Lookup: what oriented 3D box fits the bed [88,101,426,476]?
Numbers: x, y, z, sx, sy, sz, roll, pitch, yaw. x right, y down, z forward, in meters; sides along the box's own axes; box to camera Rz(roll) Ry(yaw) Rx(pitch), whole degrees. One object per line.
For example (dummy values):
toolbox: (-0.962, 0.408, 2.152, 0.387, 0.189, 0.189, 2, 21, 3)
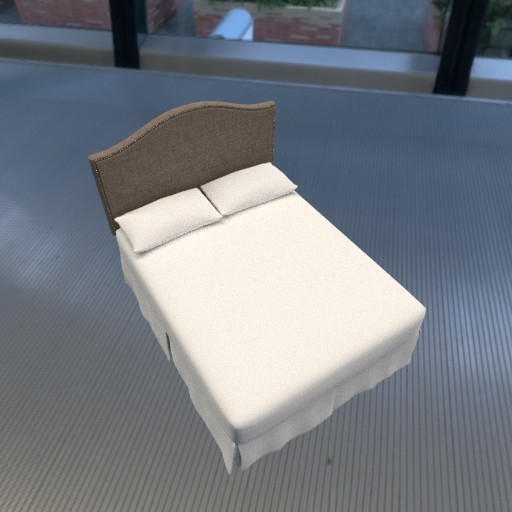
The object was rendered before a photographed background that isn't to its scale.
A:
bed: (0.000, 0.000, 3.343, 1.713, 1.518, 2.153, -24, 51, -22)
